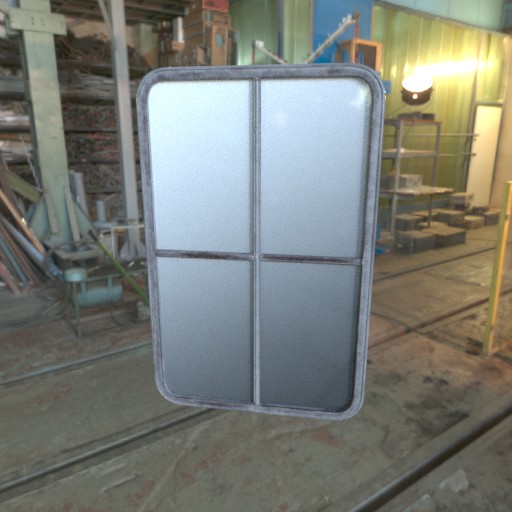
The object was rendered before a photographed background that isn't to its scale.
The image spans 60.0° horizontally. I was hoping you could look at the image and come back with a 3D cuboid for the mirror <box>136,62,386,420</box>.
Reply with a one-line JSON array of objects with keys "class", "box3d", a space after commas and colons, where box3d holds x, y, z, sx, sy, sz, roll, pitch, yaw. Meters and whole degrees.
[{"class": "mirror", "box3d": [0.000, 0.000, 0.894, 0.461, 0.713, 0.024, 2, 15, 9]}]
